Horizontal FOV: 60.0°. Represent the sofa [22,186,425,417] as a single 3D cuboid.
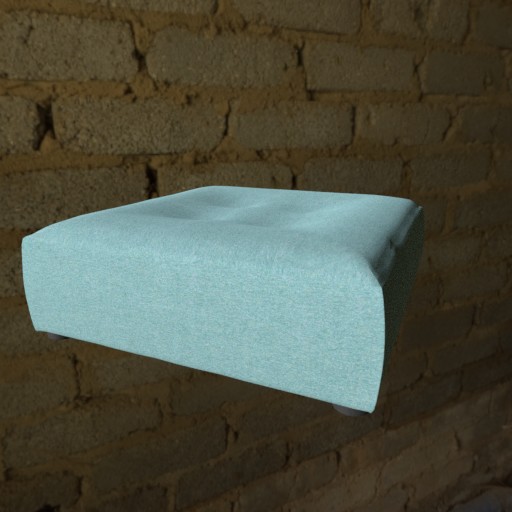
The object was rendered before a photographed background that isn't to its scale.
[{"bbox_3d":[0.000,0.000,1.395,0.930,0.330,0.930,7,18,23],"label":"sofa"}]
